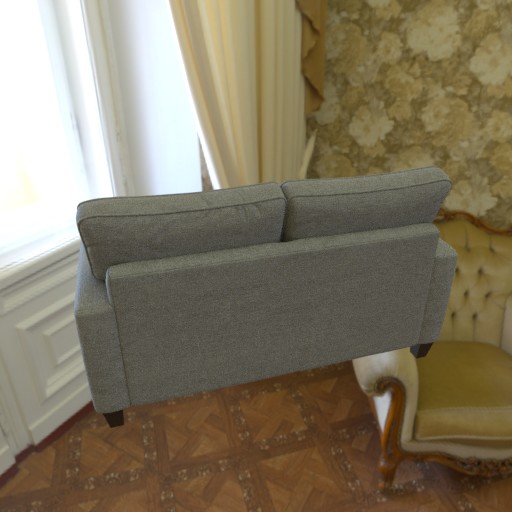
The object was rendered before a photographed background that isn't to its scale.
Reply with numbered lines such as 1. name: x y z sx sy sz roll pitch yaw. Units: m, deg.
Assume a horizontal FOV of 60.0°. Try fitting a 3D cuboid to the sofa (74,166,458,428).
1. sofa: 0.000 0.000 2.209 1.651 0.965 0.965 -8 28 -15
